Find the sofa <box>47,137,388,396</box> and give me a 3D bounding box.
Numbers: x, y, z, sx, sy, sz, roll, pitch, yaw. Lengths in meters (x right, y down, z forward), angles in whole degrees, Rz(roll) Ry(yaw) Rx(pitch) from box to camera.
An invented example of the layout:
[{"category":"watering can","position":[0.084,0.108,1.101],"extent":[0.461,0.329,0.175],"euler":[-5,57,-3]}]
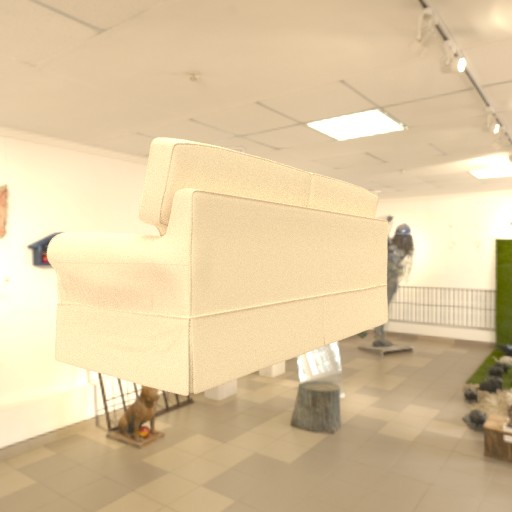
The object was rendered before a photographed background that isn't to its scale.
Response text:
[{"category":"sofa","position":[0.000,0.000,2.512],"extent":[0.862,0.937,2.021],"euler":[0,1,36]}]
